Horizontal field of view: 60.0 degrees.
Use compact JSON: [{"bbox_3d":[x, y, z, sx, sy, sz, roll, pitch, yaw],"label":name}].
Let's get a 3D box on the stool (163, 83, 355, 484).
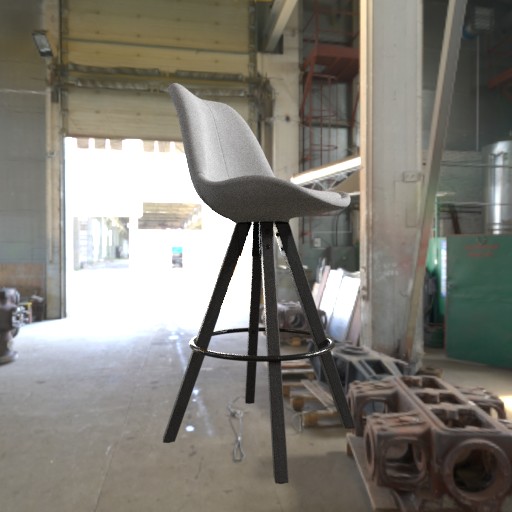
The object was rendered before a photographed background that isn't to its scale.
[{"bbox_3d":[0.000,0.000,1.402,0.550,1.115,0.485,0,1,35],"label":"stool"}]
